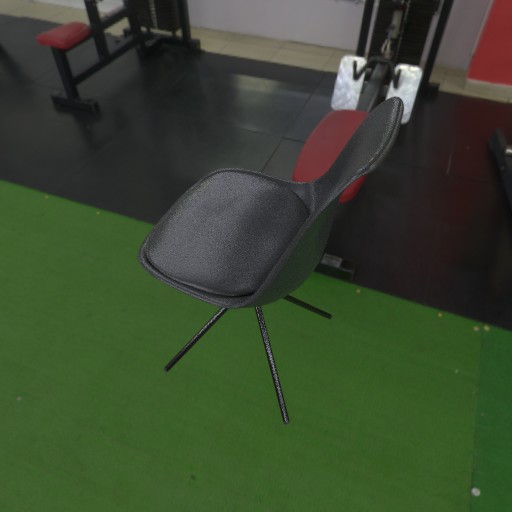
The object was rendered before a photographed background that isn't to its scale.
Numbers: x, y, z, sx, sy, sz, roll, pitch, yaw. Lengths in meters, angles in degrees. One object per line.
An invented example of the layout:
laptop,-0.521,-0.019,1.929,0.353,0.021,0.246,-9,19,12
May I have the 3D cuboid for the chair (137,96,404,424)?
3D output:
chair,0.000,0.000,1.133,0.525,0.850,0.461,18,50,16
